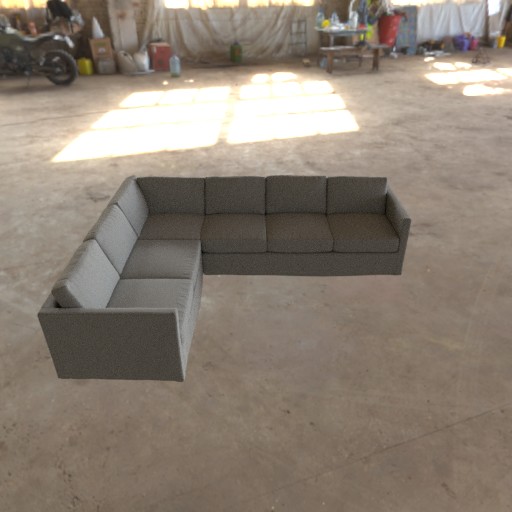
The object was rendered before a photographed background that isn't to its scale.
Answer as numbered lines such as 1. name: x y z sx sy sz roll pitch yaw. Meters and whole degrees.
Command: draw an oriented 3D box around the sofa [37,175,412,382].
1. sofa: 0.000 0.000 4.350 3.182 0.871 2.432 0 32 0
